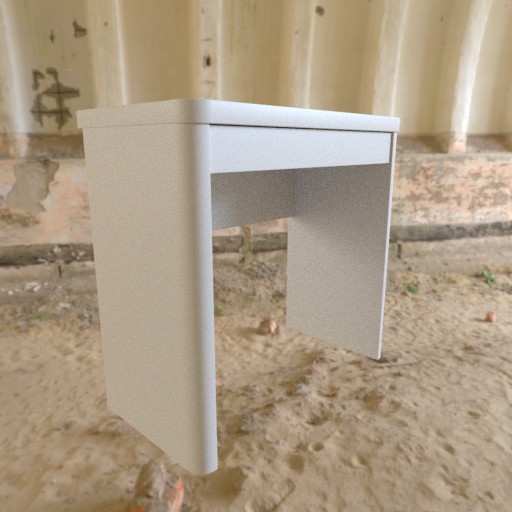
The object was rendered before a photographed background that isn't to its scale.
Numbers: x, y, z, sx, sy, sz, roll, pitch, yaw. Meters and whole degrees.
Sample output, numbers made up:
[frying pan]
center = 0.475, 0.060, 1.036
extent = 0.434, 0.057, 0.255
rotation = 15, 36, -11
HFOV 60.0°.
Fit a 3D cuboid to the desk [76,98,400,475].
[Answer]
[desk]
center = 0.000, 0.000, 1.252
extent = 0.446, 0.760, 0.790
rotation = 13, 19, 42
